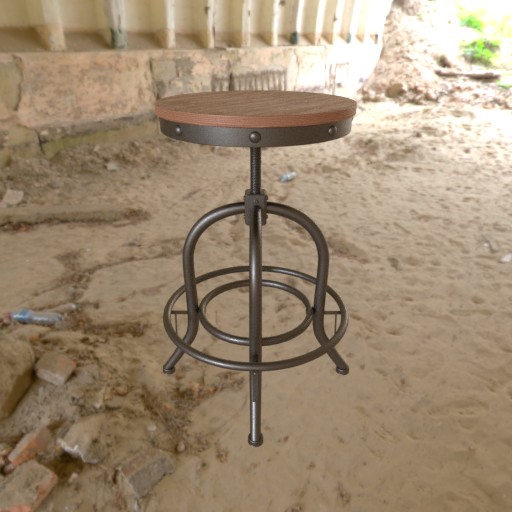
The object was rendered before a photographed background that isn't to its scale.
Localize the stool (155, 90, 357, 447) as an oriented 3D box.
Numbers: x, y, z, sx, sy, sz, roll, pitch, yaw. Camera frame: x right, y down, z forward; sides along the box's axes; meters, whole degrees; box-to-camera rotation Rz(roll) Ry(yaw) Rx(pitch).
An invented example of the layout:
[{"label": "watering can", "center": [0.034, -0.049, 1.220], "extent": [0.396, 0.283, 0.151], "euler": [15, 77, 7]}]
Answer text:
[{"label": "stool", "center": [0.000, 0.000, 0.913], "extent": [0.439, 0.609, 0.439], "euler": [0, 26, 0]}]
